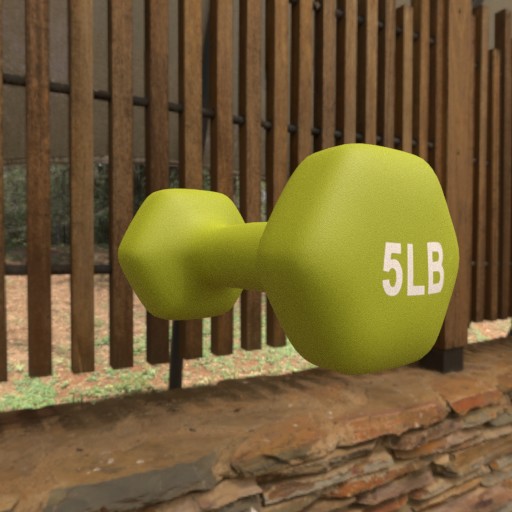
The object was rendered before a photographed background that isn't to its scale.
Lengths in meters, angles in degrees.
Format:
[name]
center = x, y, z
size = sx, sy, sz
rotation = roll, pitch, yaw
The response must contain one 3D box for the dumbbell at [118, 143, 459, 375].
[dumbbell]
center = 0.000, 0.000, 0.200
size = 0.080, 0.072, 0.164
rotation = -1, 1, -36
